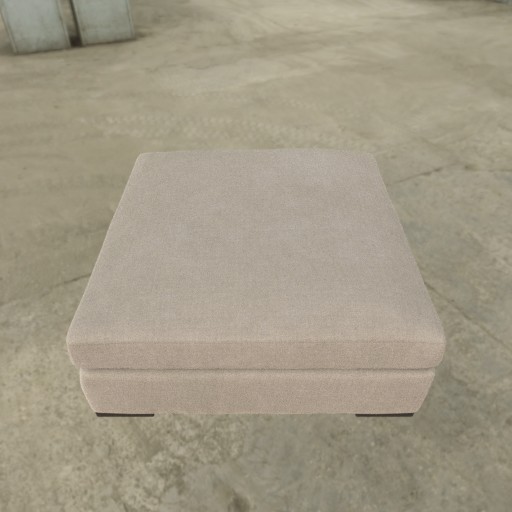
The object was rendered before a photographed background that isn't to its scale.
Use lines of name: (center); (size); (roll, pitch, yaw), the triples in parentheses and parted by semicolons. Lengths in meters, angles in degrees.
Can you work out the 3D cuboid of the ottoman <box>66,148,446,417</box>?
ottoman: (0.000, 0.000, 1.827); (1.171, 0.517, 1.203); (0, 41, 0)
